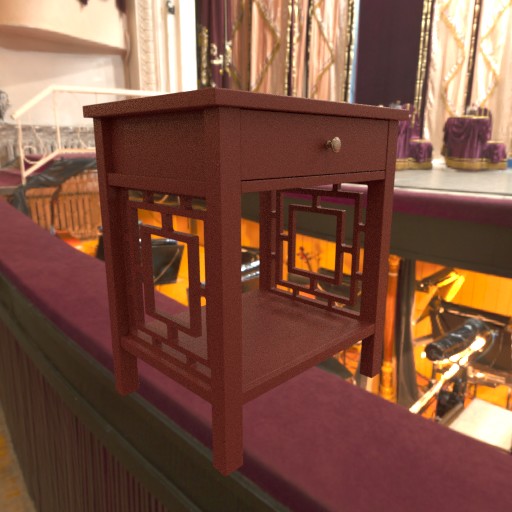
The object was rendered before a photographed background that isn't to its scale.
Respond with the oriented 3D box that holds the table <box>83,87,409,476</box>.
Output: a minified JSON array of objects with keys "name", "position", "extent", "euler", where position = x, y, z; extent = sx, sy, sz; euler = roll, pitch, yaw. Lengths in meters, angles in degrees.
[{"name":"table","position":[0.000,0.000,1.079],"extent":[0.599,0.686,0.451],"euler":[-13,19,-43]}]
